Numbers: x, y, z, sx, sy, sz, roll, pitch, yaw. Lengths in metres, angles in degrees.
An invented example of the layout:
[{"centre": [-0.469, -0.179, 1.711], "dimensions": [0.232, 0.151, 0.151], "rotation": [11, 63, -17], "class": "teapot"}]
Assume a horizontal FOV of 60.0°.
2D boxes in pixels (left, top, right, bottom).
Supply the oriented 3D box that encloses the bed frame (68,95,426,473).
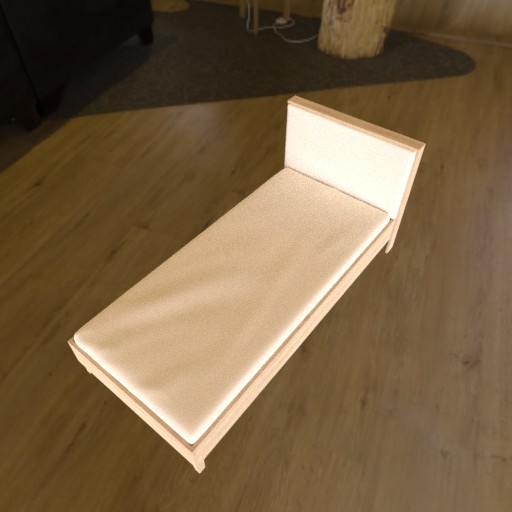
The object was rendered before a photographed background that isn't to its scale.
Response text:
[{"centre": [0.000, 0.000, 2.730], "dimensions": [0.990, 0.920, 2.140], "rotation": [30, 54, 25], "class": "bed frame"}]
